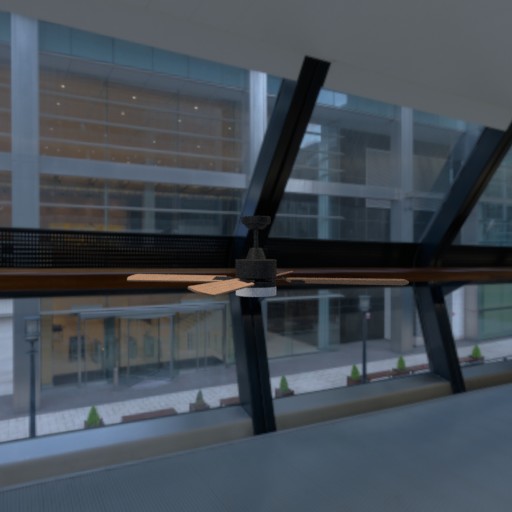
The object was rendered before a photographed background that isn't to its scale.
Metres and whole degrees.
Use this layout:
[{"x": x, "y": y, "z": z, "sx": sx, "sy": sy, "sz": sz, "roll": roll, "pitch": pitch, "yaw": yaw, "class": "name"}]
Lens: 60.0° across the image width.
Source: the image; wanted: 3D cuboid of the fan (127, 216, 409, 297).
[{"x": 0.000, "y": 0.000, "z": 2.024, "sx": 1.320, "sy": 0.355, "sz": 1.320, "roll": 0, "pitch": 0, "yaw": 16, "class": "fan"}]
